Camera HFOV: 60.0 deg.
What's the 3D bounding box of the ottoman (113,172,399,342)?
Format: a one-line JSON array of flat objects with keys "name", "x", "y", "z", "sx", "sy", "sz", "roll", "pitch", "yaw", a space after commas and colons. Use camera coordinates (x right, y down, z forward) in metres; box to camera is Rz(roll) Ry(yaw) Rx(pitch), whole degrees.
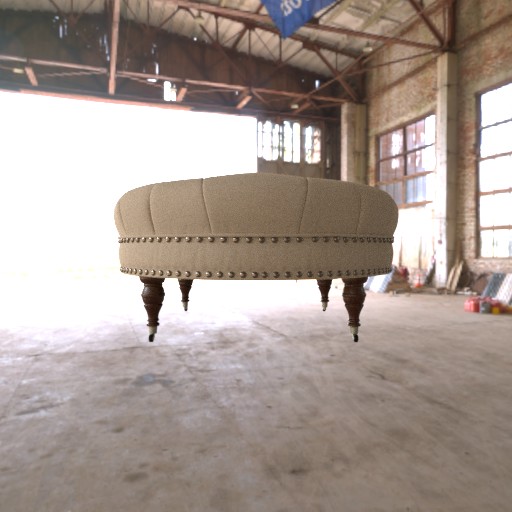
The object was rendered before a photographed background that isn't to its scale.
[{"name": "ottoman", "x": 0.000, "y": 0.000, "z": 1.437, "sx": 0.901, "sy": 0.439, "sz": 0.901, "roll": 0, "pitch": 1, "yaw": 0}]
